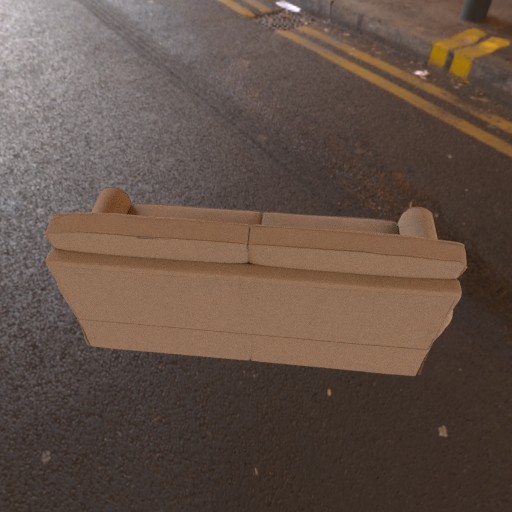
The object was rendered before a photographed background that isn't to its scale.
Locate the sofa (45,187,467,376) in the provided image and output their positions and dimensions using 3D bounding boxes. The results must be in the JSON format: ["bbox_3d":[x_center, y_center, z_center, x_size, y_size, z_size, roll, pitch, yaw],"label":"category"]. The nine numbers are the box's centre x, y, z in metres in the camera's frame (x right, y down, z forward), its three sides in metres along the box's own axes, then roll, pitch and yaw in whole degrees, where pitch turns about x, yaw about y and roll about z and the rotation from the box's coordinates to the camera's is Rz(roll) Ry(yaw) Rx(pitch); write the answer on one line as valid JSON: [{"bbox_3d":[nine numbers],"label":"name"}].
[{"bbox_3d":[0.000,0.000,2.738,2.246,1.014,0.900,4,47,4],"label":"sofa"}]
